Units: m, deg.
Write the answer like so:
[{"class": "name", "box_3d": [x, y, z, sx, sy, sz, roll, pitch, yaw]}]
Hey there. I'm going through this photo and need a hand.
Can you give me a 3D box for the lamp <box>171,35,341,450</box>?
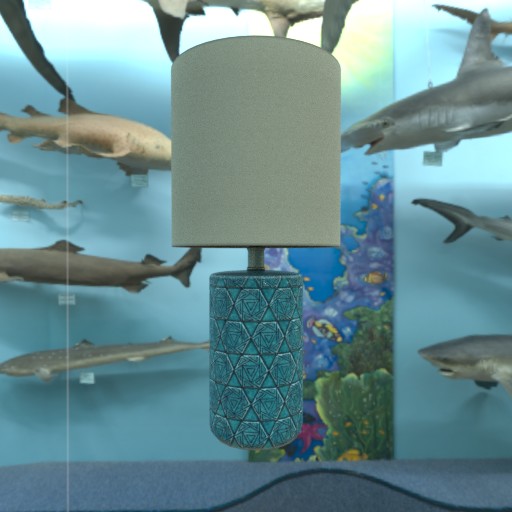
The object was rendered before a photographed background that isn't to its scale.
[{"class": "lamp", "box_3d": [0.000, 0.000, 0.738, 0.278, 0.597, 0.278, 0, 0, 2]}]
